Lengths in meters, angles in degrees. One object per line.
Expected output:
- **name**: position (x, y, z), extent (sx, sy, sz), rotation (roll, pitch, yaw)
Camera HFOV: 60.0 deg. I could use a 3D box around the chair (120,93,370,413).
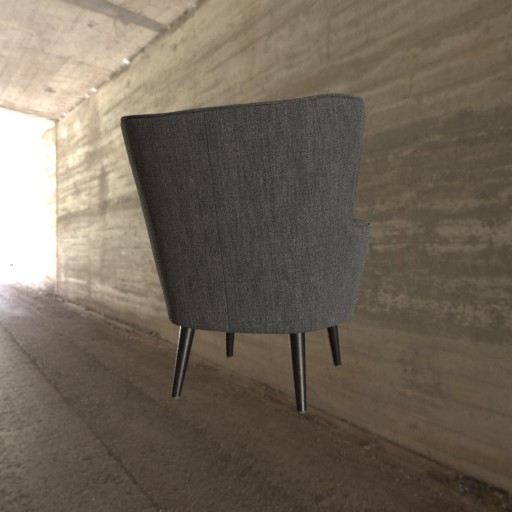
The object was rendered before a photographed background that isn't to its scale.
- **chair**: position (0.000, 0.000, 1.587), extent (0.781, 0.933, 0.888), rotation (0, 1, 18)
